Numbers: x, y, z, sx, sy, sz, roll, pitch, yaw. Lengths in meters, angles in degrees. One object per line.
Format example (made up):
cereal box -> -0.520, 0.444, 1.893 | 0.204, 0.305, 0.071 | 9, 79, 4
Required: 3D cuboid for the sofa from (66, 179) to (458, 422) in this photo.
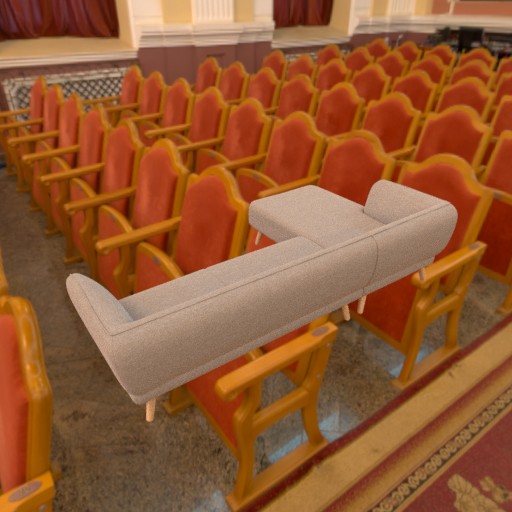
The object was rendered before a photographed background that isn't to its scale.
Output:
sofa -> 0.000, 0.000, 3.293 | 2.653, 0.693, 1.532 | -20, 35, -30
